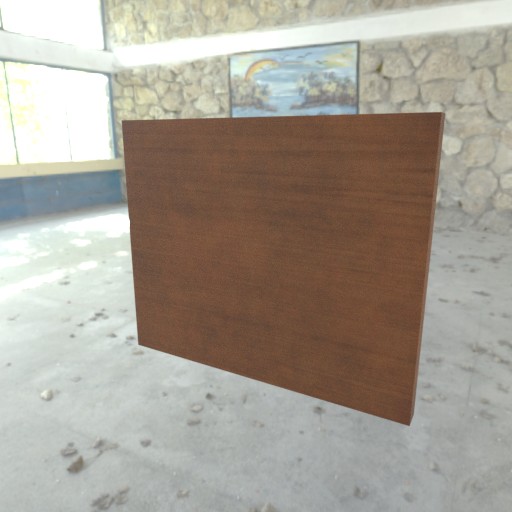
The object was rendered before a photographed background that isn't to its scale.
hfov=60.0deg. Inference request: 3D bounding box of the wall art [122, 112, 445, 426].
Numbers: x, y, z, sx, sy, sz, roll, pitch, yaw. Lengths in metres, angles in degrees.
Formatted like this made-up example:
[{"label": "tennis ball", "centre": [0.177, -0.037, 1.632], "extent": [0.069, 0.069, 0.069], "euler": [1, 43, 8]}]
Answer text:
[{"label": "wall art", "centre": [0.000, 0.000, 0.765], "extent": [0.558, 0.457, 0.033], "euler": [8, 17, 29]}]
